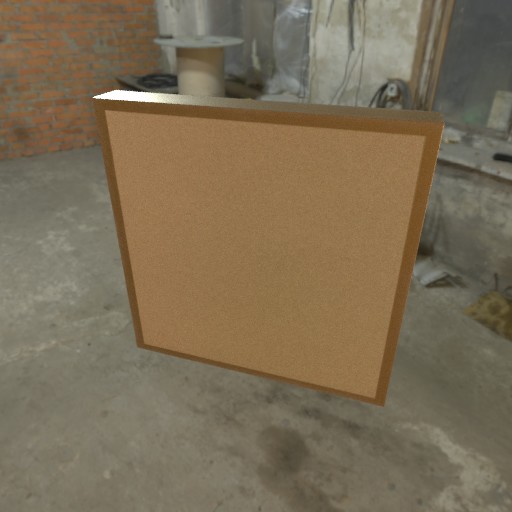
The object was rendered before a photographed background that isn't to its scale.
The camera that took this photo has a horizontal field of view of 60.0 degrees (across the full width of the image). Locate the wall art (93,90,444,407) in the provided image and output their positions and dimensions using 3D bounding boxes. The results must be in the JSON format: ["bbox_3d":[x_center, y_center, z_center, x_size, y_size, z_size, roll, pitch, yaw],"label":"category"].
[{"bbox_3d":[0.000,0.000,0.461,0.306,0.305,0.038,9,32,15],"label":"wall art"}]
